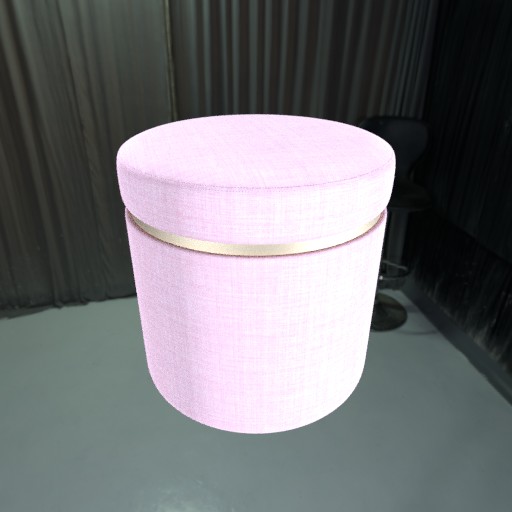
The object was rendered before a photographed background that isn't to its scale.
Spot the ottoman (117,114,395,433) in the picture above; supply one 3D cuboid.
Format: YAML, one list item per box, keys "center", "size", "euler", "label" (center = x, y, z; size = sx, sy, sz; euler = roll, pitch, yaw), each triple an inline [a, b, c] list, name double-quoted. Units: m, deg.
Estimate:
- center: [0.000, 0.000, 0.739]
  size: [0.400, 0.406, 0.400]
  euler: [0, 28, 0]
  label: "ottoman"
